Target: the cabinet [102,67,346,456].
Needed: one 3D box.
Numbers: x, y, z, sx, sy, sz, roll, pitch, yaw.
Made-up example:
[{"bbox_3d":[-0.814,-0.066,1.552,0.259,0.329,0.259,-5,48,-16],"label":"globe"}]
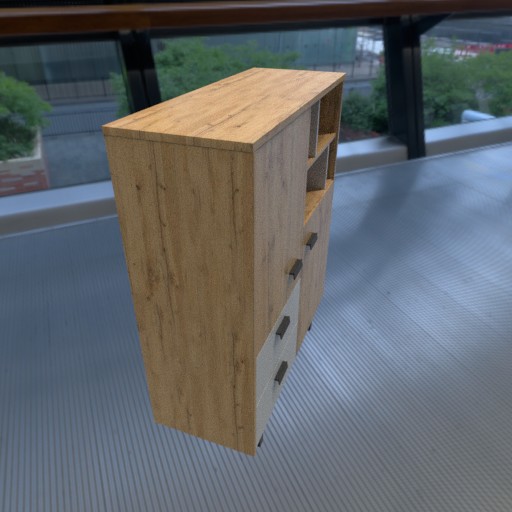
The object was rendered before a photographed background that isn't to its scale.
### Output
[{"bbox_3d":[0.000,0.000,1.989,0.473,1.397,1.168,11,33,18],"label":"cabinet"}]
